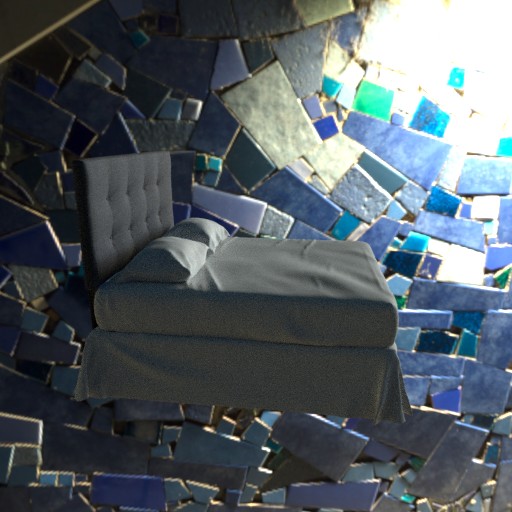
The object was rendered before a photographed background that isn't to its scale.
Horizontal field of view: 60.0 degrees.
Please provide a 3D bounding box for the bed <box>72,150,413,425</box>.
[{"bbox_3d":[0.000,0.000,3.529,2.222,1.577,1.936,2,16,8],"label":"bed"}]
